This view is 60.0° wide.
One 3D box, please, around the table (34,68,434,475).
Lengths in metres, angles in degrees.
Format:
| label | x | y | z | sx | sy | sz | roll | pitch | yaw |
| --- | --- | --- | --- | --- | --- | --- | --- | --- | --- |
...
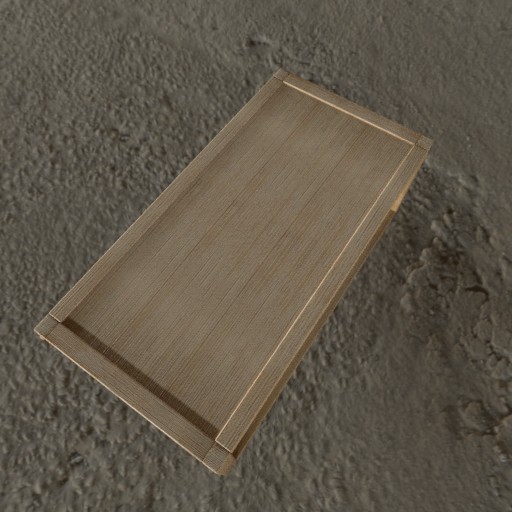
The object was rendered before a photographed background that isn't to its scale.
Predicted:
| label | x | y | z | sx | sy | sz | roll | pitch | yaw |
| --- | --- | --- | --- | --- | --- | --- | --- | --- | --- |
| table | 0.000 | 0.000 | 1.638 | 0.660 | 0.457 | 1.321 | 31 | 67 | 15 |
